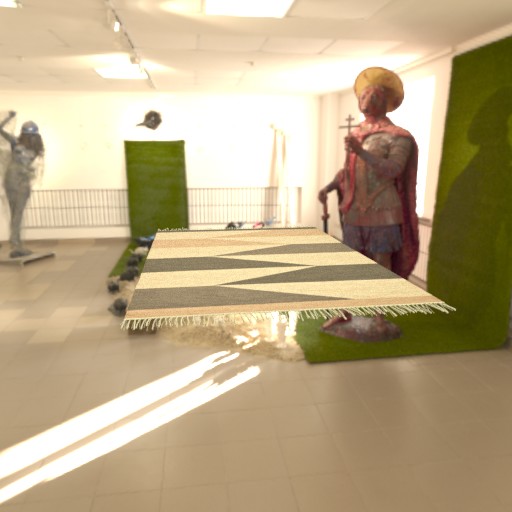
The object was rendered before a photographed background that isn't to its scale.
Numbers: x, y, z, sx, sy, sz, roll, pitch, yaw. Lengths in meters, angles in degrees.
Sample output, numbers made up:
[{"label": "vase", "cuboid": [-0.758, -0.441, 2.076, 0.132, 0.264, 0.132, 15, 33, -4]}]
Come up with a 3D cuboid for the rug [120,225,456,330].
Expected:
[{"label": "rug", "cuboid": [0.000, 0.000, 2.532, 1.224, 0.027, 2.021, -2, 13, -8]}]
